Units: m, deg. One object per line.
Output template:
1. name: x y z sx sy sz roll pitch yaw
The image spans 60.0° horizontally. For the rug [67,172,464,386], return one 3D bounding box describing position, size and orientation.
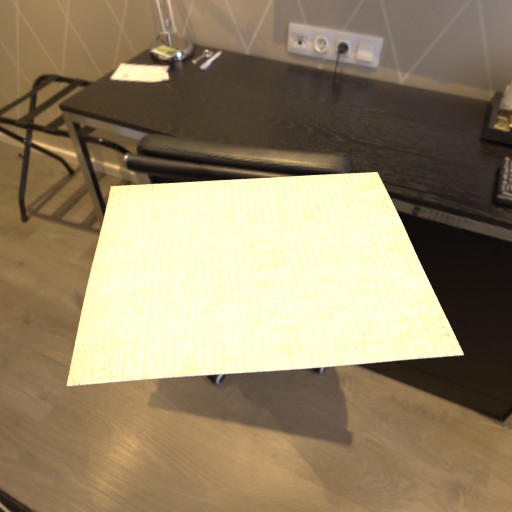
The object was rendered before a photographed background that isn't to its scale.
1. rug: 0.000 0.000 4.214 3.061 0.014 2.447 -4 46 -3
